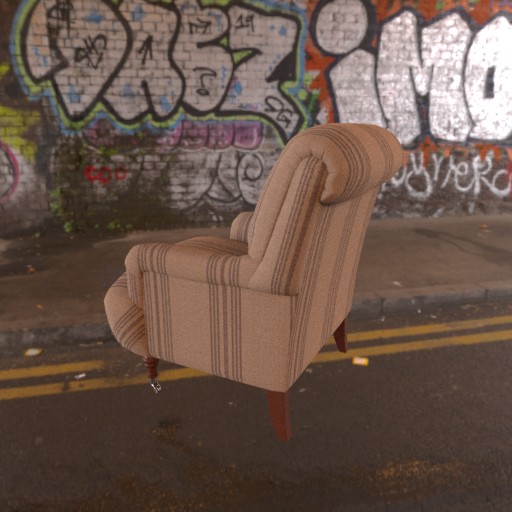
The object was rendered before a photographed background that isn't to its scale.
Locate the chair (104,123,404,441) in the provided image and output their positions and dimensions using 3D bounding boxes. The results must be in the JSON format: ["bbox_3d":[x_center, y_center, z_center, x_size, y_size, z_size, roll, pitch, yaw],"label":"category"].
[{"bbox_3d":[0.000,0.000,1.641,0.914,0.940,0.813,8,18,26],"label":"chair"}]
